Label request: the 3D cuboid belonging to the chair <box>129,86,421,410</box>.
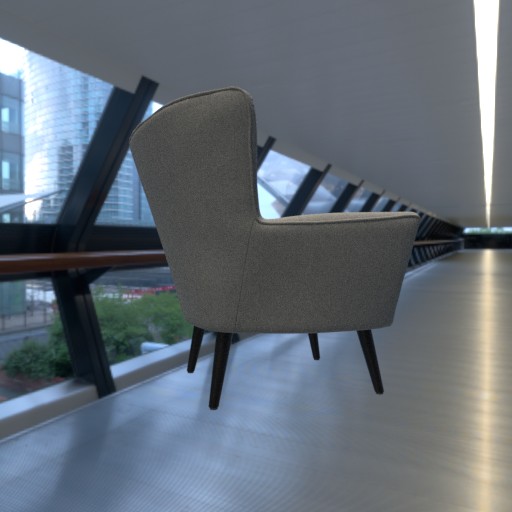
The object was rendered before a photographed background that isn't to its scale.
[{"bbox_3d":[0.000,0.000,1.620,0.888,0.933,0.781,0,1,-18],"label":"chair"}]
